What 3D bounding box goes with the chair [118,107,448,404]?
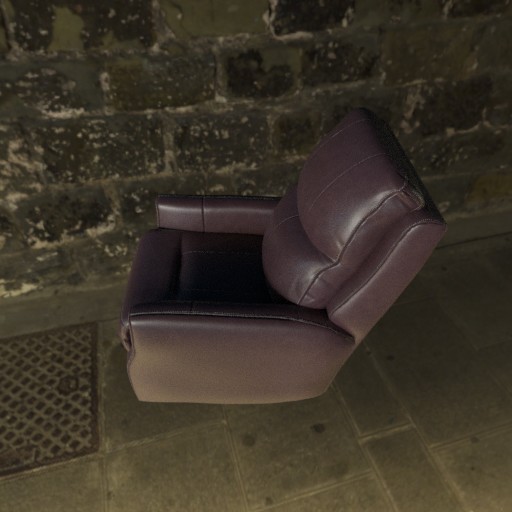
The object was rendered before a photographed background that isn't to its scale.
[{"bbox_3d":[0.000,0.000,1.775,1.080,1.030,0.829,-1,42,-1],"label":"chair"}]
